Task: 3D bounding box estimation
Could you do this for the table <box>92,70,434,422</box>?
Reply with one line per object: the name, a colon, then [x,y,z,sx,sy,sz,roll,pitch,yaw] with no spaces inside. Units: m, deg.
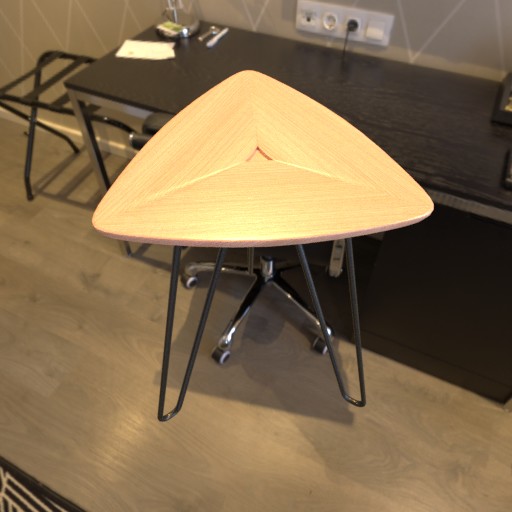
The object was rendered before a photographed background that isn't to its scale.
table: [0.000,0.000,0.882,0.442,0.564,0.455,-3,48,-3]
